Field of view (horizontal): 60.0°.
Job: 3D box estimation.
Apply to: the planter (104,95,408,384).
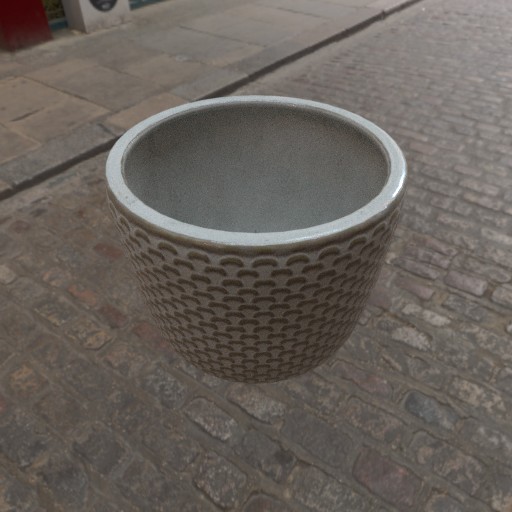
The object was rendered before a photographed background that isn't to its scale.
[{"bbox_3d":[0.000,0.000,0.307,0.173,0.160,0.173,0,41,0],"label":"planter"}]
